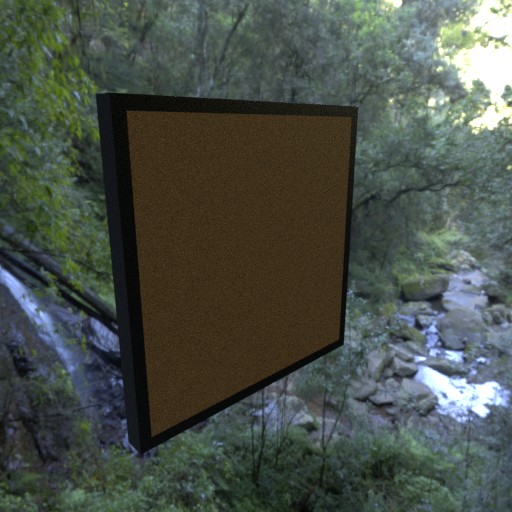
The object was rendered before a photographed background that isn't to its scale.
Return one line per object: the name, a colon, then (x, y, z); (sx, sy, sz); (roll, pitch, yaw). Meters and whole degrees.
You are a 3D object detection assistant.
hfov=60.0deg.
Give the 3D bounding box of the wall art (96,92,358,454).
wall art: (0.000, 0.000, 0.771); (0.508, 0.508, 0.038); (-15, 22, -41)
